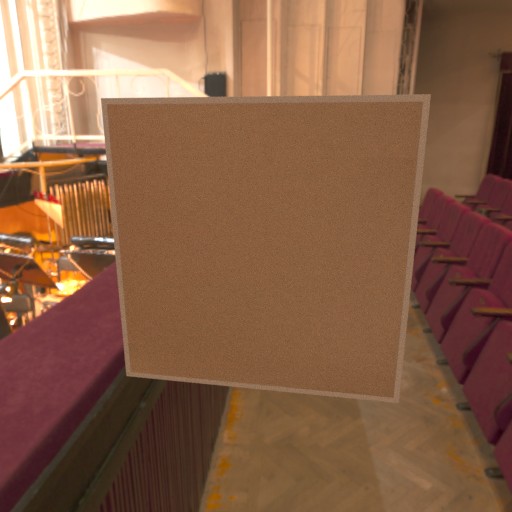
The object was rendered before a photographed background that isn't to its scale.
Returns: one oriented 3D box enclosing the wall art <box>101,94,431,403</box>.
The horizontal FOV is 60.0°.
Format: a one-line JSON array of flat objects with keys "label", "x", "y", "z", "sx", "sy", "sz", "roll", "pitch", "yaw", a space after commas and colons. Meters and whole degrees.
[{"label": "wall art", "x": 0.000, "y": 0.000, "z": 1.194, "sx": 0.809, "sy": 0.809, "sz": 0.012, "roll": 3, "pitch": 17, "yaw": 10}]
